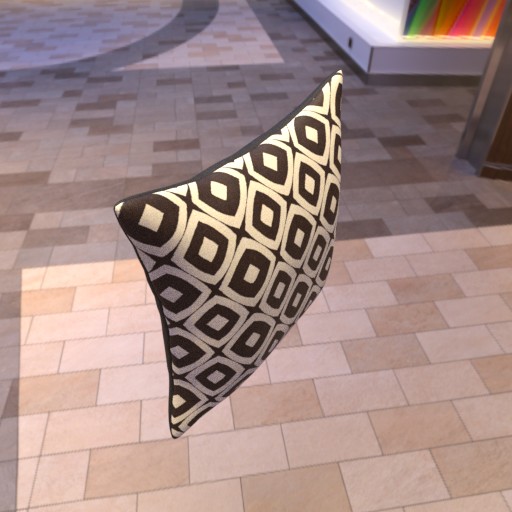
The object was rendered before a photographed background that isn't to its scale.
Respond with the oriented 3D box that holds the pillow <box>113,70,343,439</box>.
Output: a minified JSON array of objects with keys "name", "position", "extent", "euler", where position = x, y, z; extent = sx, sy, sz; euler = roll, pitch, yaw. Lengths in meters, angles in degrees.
[{"name":"pillow","position":[0.000,0.000,0.770],"extent":[0.188,0.494,0.504],"euler":[25,47,26]}]
